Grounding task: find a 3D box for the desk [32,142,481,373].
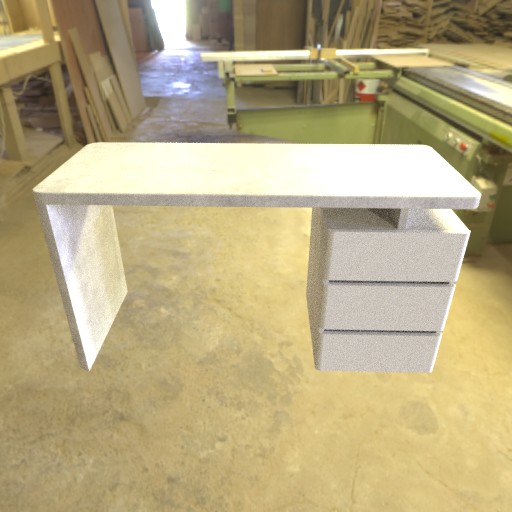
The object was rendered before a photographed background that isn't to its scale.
[{"bbox_3d":[0.000,0.000,1.779,1.400,0.755,0.550,1,30,1],"label":"desk"}]
